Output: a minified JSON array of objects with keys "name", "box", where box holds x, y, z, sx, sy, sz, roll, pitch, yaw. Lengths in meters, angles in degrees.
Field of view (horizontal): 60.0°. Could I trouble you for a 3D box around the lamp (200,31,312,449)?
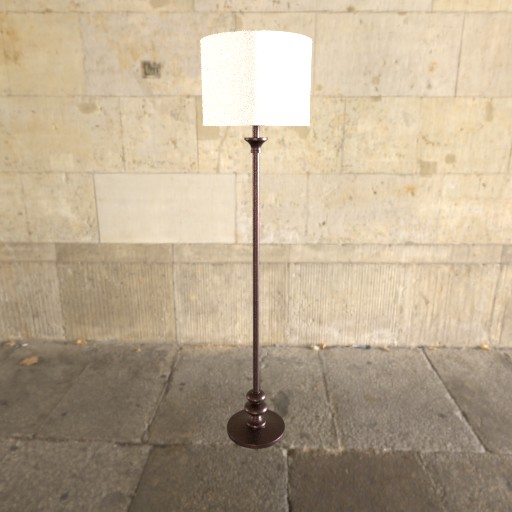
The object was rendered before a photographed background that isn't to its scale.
[{"name":"lamp","box":[0.000,0.000,1.628,0.356,1.487,0.356,-14,21,-40]}]
